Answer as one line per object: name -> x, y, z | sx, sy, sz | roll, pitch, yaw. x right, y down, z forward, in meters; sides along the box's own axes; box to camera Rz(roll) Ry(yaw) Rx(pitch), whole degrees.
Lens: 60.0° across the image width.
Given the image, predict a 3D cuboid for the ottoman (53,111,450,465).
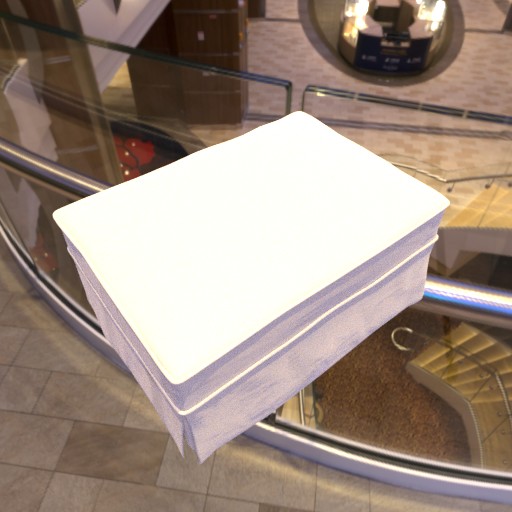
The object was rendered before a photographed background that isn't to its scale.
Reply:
ottoman -> 0.000, 0.000, 1.351 | 0.944, 0.479, 0.703 | -30, 54, -25
